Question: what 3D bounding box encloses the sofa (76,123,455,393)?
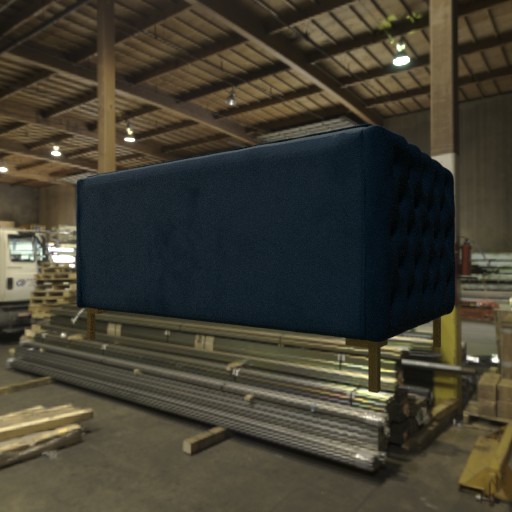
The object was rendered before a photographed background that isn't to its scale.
[{"bbox_3d":[0.000,0.000,2.073,1.583,0.810,0.909,0,0,36],"label":"sofa"}]
